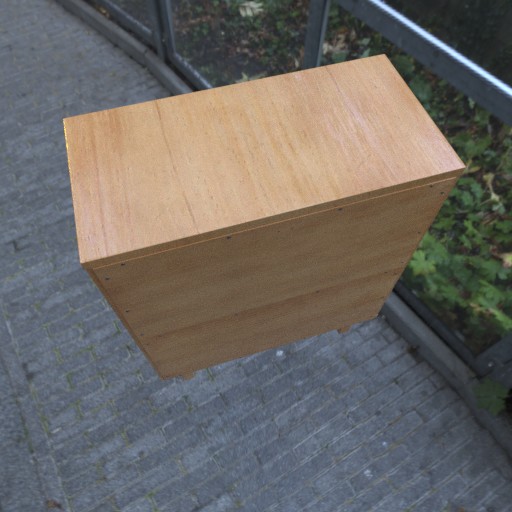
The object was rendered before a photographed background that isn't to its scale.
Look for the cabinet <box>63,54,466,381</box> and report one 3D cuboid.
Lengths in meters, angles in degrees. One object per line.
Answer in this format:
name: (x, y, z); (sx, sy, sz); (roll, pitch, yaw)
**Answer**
cabinet: (0.000, 0.000, 1.402); (0.800, 1.001, 0.419); (-15, 60, -9)
